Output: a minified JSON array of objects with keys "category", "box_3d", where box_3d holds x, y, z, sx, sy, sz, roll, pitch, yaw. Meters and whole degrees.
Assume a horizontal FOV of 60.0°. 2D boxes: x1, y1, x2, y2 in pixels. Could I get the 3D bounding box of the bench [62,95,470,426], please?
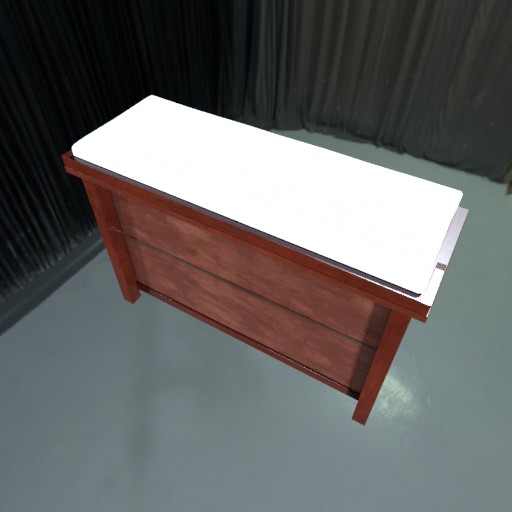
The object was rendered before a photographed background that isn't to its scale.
[{"category":"bench","box_3d":[0.000,0.000,1.327,0.987,0.646,0.369,23,51,20]}]
